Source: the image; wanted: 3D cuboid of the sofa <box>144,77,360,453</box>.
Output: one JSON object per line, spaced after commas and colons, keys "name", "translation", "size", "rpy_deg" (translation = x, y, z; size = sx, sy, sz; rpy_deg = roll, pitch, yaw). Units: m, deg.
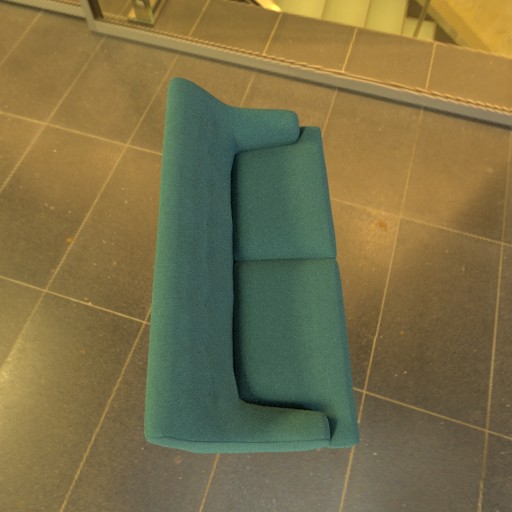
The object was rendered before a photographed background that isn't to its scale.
{"name": "sofa", "translation": [0.000, 0.000, 2.556], "size": [0.978, 0.871, 2.057], "rpy_deg": [-2, 64, -1]}
